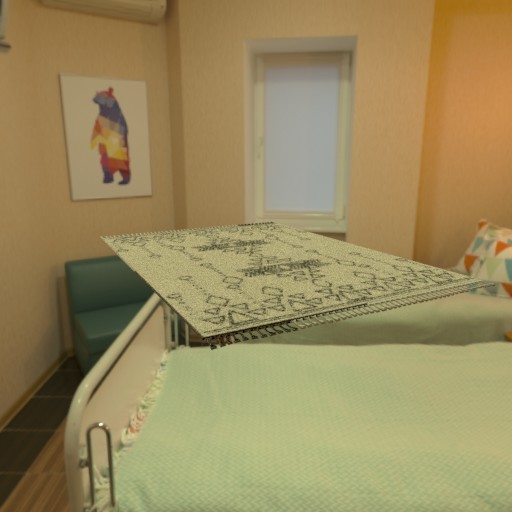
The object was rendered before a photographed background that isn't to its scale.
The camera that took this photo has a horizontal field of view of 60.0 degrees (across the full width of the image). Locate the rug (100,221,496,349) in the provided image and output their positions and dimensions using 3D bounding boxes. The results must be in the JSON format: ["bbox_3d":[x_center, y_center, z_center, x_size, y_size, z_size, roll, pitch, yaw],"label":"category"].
[{"bbox_3d":[0.000,0.000,2.923,1.600,0.013,2.312,-7,15,-27],"label":"rug"}]
